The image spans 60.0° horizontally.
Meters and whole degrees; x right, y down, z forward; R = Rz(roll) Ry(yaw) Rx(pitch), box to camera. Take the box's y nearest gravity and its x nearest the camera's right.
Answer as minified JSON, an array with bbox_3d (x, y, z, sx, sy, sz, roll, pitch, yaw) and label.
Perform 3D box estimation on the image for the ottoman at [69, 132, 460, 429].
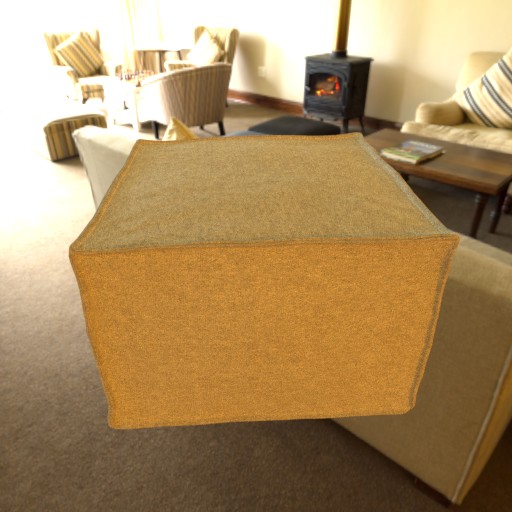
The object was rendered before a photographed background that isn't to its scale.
[{"bbox_3d":[0.000,0.000,1.137,0.707,0.470,0.696,-2,31,-3],"label":"ottoman"}]
